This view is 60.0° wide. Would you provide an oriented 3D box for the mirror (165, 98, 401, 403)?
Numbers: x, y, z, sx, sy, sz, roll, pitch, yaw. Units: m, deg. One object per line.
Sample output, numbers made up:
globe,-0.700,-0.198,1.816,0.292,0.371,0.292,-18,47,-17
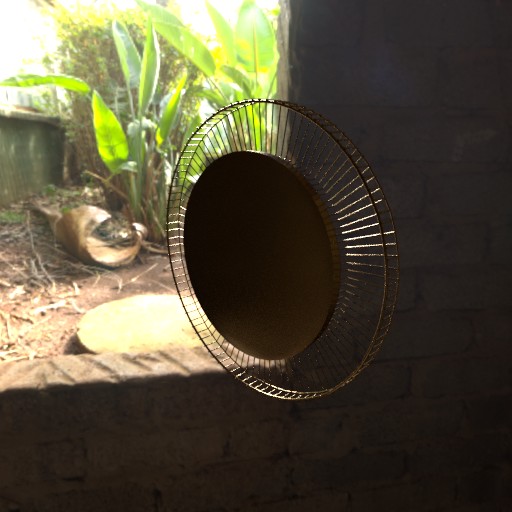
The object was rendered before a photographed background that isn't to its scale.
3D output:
mirror,0.000,0.000,1.049,0.703,0.703,0.067,14,20,43
